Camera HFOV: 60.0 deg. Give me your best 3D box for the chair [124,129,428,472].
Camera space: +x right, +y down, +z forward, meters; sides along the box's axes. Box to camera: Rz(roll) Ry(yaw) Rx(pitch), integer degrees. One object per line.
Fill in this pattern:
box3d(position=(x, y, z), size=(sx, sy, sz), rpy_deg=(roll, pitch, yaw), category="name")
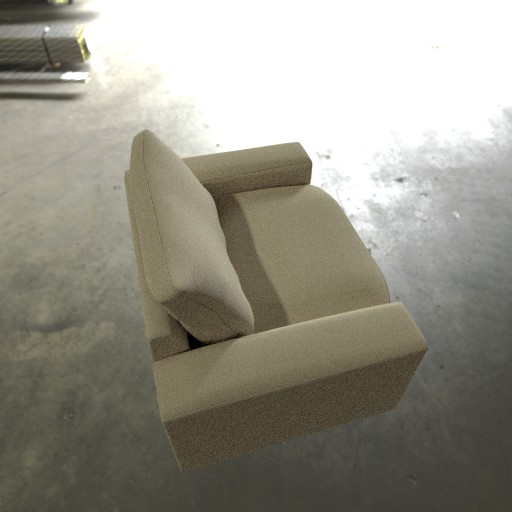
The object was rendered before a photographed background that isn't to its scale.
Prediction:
box3d(position=(0.000, 0.000, 2.044), size=(1.039, 0.915, 1.398), rpy_deg=(-12, 49, -11), category="chair")
